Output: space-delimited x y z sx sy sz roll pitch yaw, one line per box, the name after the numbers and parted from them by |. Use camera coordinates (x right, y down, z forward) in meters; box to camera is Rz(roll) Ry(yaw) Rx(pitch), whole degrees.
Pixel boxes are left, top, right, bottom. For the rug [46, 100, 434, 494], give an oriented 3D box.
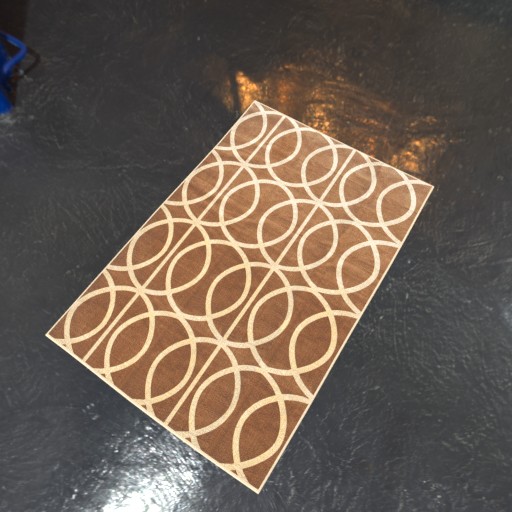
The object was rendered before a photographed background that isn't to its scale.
0.000 0.000 2.883 1.528 0.014 2.294 30 67 14 | rug
